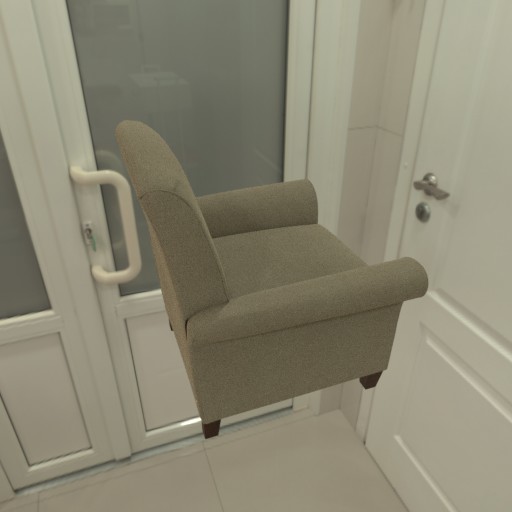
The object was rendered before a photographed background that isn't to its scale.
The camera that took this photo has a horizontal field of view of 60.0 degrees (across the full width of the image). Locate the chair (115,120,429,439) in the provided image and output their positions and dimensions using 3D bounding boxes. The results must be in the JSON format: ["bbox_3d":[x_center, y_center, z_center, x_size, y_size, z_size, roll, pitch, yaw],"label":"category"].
[{"bbox_3d":[0.000,0.000,1.773,0.905,1.061,0.978,-10,32,-17],"label":"chair"}]
